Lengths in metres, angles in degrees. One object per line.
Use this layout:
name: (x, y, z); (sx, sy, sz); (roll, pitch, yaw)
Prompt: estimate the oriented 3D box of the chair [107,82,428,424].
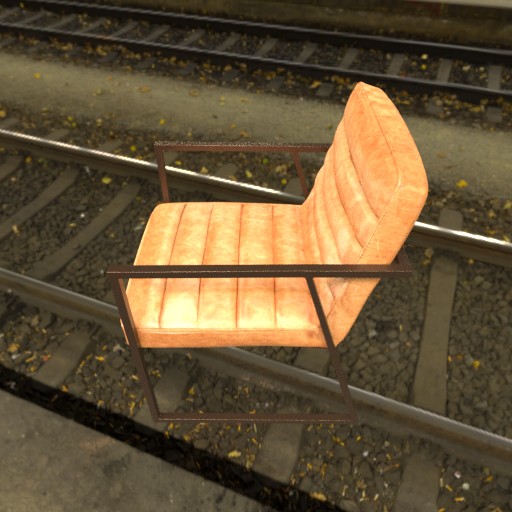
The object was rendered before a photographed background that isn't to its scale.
chair: (0.000, 0.000, 1.254); (0.677, 0.832, 0.571); (0, 42, 1)
